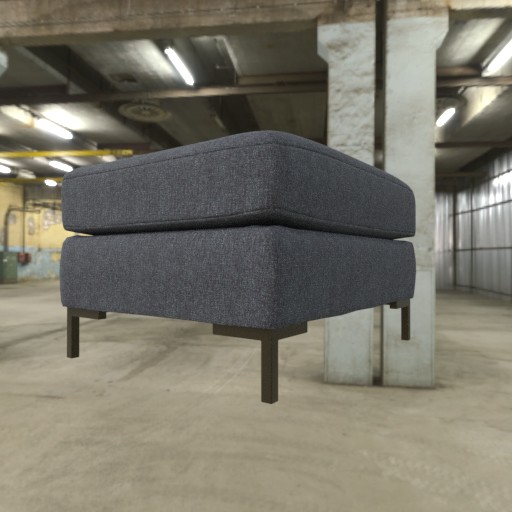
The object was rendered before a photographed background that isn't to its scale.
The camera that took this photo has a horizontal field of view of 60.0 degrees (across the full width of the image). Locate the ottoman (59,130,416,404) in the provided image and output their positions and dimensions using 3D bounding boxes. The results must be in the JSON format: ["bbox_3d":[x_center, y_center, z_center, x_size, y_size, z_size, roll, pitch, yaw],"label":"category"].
[{"bbox_3d":[0.000,0.000,1.291,0.695,0.533,0.831,0,-1,36],"label":"ottoman"}]
